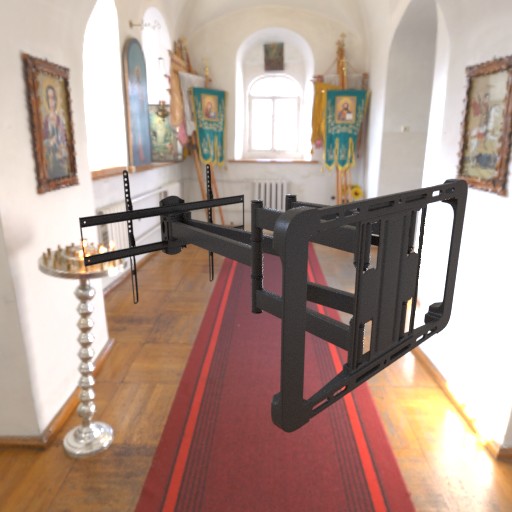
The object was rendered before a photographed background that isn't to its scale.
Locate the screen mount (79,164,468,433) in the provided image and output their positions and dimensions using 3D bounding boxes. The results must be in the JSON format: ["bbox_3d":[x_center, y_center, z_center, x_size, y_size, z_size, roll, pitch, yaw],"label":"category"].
[{"bbox_3d":[0.000,0.000,1.334,0.725,0.483,0.905,-15,22,-41],"label":"screen mount"}]
